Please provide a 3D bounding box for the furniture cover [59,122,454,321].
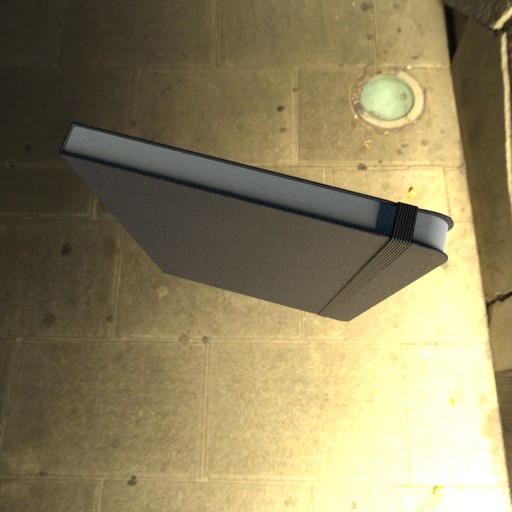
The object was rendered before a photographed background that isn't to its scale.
[{"bbox_3d":[0.000,0.000,0.369,0.216,0.281,0.023,15,75,4],"label":"furniture cover"}]
